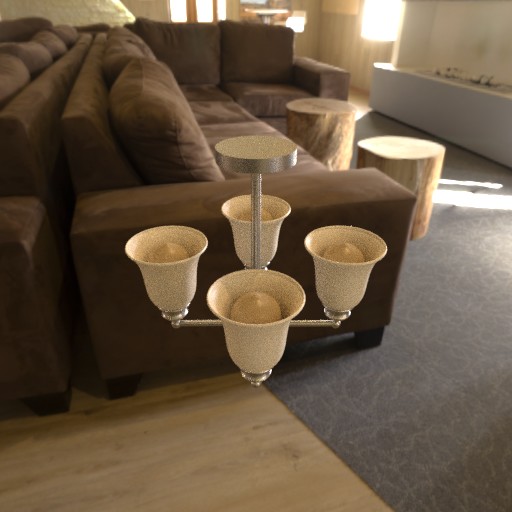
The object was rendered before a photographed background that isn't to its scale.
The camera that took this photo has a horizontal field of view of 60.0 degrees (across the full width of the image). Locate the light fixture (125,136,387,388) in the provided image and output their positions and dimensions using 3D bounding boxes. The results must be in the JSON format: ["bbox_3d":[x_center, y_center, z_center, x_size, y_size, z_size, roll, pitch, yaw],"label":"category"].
[{"bbox_3d":[0.000,0.000,0.741,0.427,0.370,0.427,0,30,0],"label":"light fixture"}]
